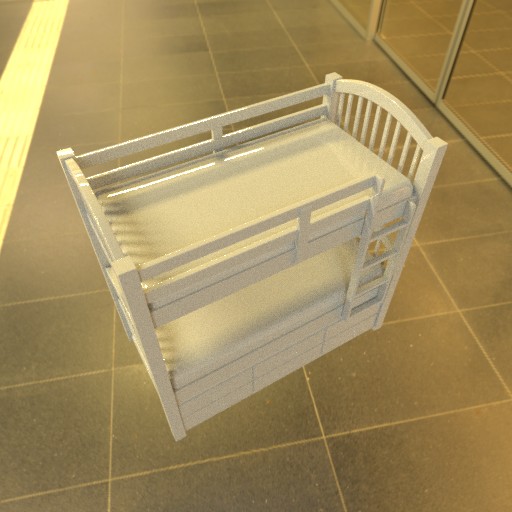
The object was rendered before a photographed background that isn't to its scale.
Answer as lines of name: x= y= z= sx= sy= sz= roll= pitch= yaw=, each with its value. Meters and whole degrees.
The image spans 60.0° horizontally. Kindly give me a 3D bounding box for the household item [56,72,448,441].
household item: x=0.000 y=0.000 z=3.272 sx=2.032 sy=2.032 sz=1.143 roll=-23 pitch=51 yaw=-20
